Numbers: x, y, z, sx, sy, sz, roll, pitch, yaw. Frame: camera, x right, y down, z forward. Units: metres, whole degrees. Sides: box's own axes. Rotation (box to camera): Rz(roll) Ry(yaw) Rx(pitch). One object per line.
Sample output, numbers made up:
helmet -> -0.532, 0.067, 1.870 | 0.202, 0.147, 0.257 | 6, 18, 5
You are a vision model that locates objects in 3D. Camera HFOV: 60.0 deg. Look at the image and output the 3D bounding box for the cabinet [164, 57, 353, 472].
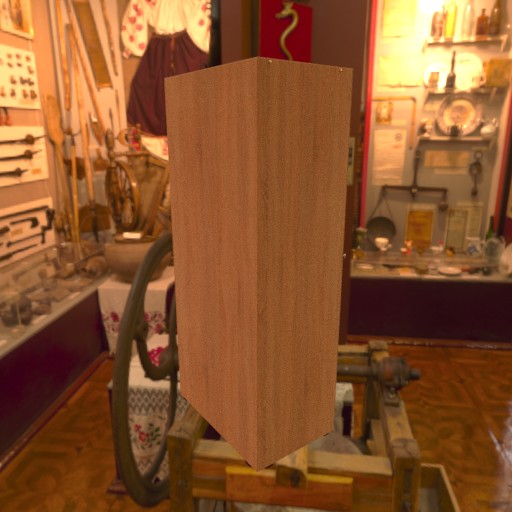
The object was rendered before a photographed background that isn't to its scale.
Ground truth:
cabinet -> 0.000, 0.000, 2.805 | 1.094, 2.120, 1.327 | 3, 16, 9
